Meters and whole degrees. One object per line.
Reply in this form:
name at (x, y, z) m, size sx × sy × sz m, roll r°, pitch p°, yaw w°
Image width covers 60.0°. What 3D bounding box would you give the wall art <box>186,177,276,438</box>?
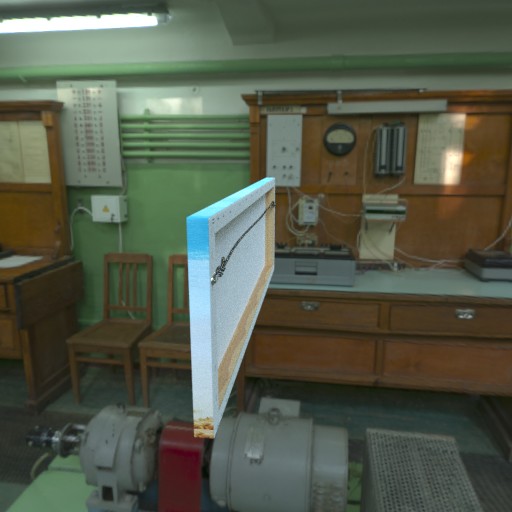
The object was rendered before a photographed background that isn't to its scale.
wall art at (0.000, 0.000, 0.842) m, size 0.044 × 0.254 × 0.759 m, roll 2°, pitch 13°, yaw 7°
